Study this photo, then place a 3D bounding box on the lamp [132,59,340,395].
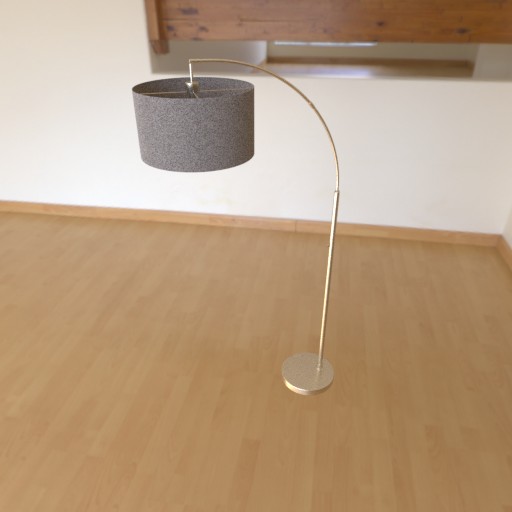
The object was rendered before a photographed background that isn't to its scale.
[{"bbox_3d":[0.000,0.000,2.106,0.934,1.735,0.452,-8,31,-13],"label":"lamp"}]
